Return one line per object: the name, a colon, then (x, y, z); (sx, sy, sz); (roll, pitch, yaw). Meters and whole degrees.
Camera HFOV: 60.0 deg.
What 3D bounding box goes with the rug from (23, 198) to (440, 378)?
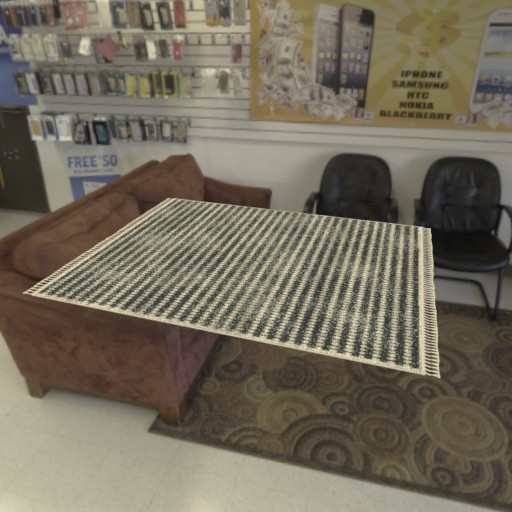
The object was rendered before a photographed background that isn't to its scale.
rug: (0.000, 0.000, 3.836); (2.910, 0.013, 2.256); (8, 28, 16)
